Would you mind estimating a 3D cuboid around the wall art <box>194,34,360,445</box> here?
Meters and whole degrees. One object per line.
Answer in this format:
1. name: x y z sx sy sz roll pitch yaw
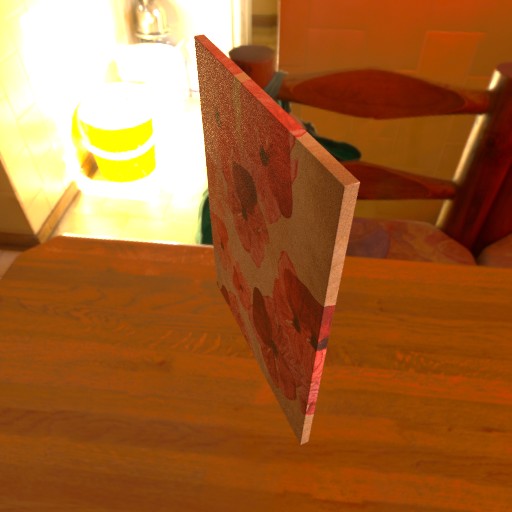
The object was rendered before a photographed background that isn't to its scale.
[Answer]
1. wall art: 0.000 0.000 1.321 0.031 1.015 0.762 -18 47 -17
